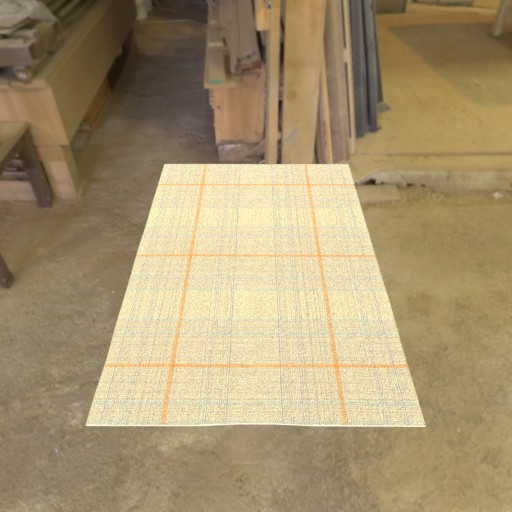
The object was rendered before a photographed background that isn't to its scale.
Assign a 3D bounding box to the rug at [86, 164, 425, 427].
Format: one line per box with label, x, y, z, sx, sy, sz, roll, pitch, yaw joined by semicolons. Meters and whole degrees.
rug;0.000;0.000;2.272;1.232;0.015;1.825;0;42;0
